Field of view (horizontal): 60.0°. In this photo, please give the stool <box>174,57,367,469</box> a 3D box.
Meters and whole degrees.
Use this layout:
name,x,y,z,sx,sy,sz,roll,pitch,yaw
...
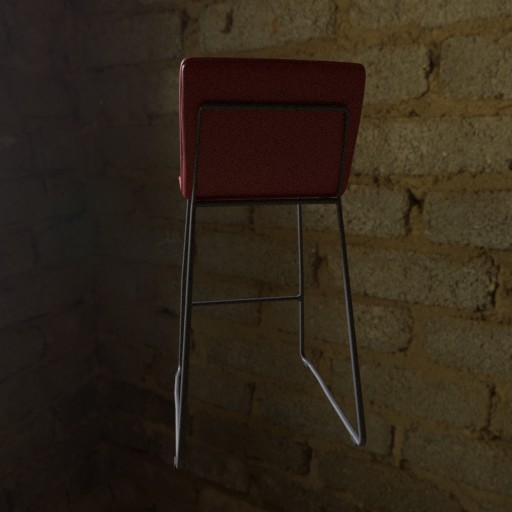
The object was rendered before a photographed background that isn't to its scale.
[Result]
name,x,y,z,sx,sy,sz,roll,pitch,yaw
stool,0.000,0.000,1.231,0.489,0.937,0.524,-3,14,-10
